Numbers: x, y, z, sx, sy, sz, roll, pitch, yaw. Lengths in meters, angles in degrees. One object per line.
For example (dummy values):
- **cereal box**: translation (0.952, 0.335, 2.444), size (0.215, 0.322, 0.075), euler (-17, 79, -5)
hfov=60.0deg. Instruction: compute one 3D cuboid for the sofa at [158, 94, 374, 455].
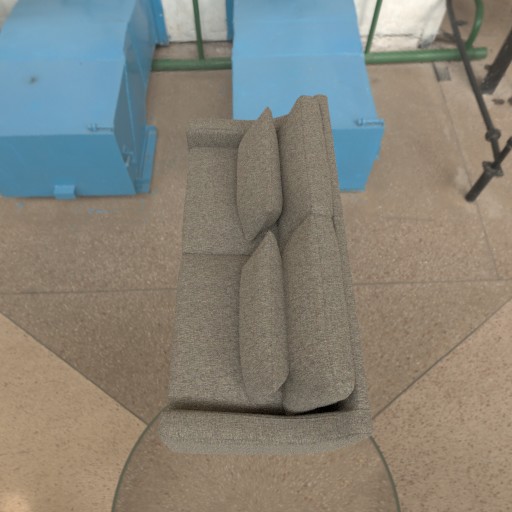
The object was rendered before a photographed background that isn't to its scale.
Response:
- **sofa**: translation (0.000, 0.000, 3.004), size (1.103, 0.998, 2.418), euler (-1, 60, 0)
